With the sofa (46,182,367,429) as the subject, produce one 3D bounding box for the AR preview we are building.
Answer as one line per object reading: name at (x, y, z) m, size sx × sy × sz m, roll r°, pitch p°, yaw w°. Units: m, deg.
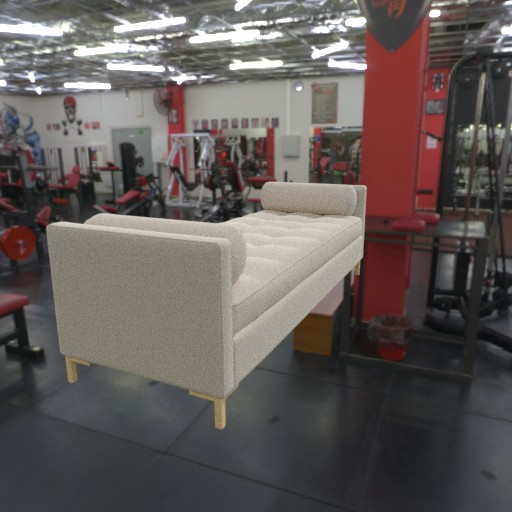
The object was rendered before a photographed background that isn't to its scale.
sofa at (0.000, 0.000, 2.353) m, size 0.746 × 0.641 × 1.985 m, roll 7°, pitch 16°, yaw 25°
